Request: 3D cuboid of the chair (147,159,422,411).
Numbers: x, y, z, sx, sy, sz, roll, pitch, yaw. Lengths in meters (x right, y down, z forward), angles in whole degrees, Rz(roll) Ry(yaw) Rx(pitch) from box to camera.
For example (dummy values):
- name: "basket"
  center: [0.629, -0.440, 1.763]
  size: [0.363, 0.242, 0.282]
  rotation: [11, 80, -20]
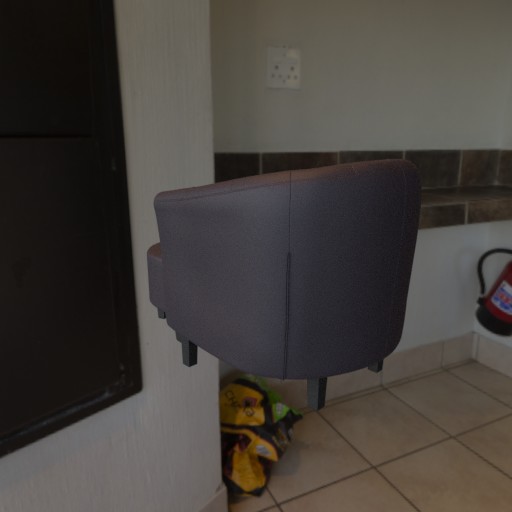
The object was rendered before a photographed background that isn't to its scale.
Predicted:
- name: "chair"
  center: [0.000, 0.000, 1.718]
  size: [0.763, 0.760, 1.191]
  rotation: [-13, 19, -42]
